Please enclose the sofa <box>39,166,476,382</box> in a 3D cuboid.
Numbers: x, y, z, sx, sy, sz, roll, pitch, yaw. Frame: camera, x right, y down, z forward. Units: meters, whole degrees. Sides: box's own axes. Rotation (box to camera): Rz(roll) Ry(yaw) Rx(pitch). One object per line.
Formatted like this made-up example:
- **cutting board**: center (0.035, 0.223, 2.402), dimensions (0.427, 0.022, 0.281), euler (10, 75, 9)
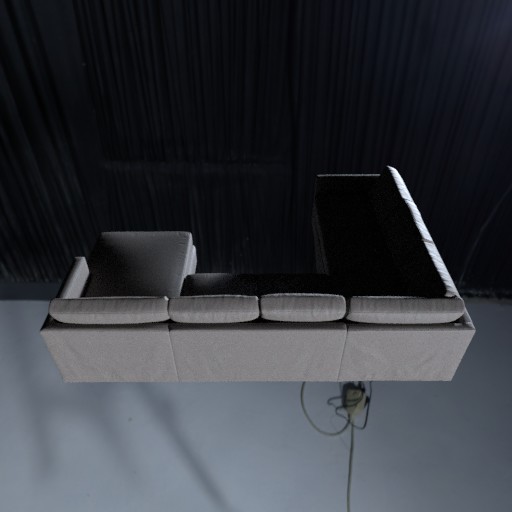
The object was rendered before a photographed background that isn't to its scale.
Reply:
- **sofa**: center (0.000, 0.000, 4.545), dimensions (3.460, 0.882, 2.427), euler (0, 40, 0)
